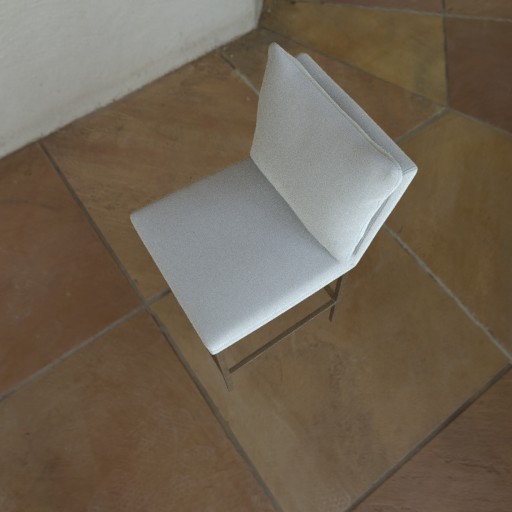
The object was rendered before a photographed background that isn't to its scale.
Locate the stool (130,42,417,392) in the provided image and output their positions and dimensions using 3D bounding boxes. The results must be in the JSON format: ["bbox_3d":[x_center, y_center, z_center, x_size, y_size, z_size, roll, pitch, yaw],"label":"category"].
[{"bbox_3d":[0.000,0.000,1.405,0.572,1.125,0.463,-30,69,-13],"label":"stool"}]
